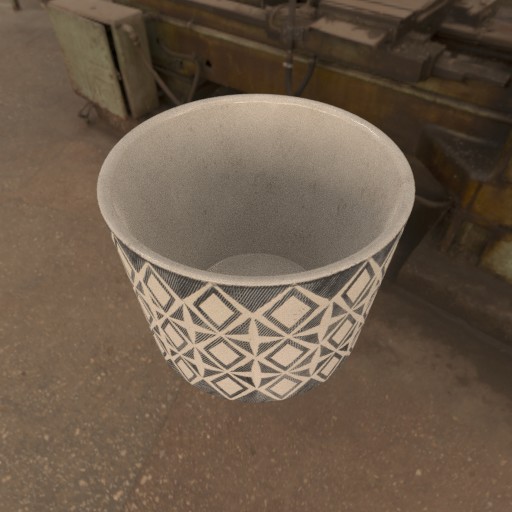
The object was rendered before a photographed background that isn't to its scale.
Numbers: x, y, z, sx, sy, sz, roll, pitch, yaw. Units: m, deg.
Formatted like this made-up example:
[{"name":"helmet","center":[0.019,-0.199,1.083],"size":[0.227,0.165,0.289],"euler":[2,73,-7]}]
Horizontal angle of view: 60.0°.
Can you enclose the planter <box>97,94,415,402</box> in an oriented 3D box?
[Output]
[{"name":"planter","center":[0.000,0.000,0.452],"size":[0.260,0.220,0.260],"euler":[0,46,0]}]
